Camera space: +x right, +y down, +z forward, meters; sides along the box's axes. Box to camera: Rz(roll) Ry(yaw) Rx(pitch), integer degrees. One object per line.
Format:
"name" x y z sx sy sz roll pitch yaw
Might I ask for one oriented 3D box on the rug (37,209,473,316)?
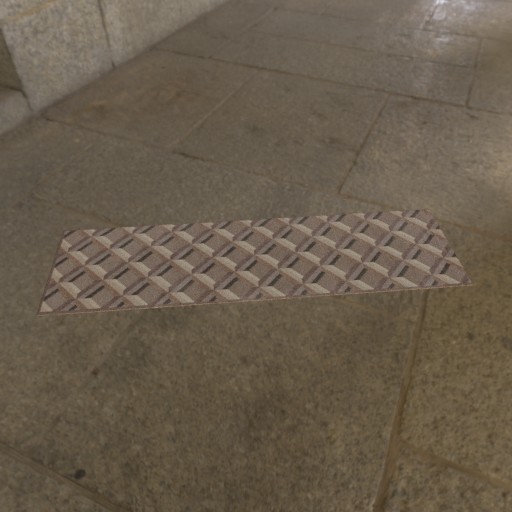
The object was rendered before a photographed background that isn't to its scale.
"rug" 0.000 0.000 2.700 2.437 0.013 0.685 -4 45 -4
